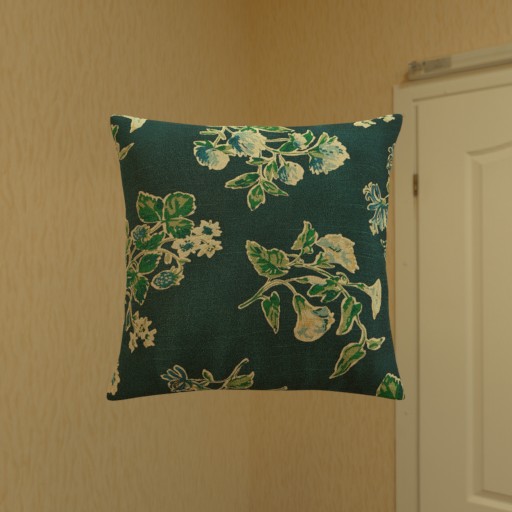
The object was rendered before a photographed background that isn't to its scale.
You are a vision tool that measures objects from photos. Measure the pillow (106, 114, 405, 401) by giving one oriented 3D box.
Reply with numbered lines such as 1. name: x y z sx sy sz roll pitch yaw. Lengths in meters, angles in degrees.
1. pillow: 0.000 0.000 0.787 0.525 0.508 0.166 0 -1 0
